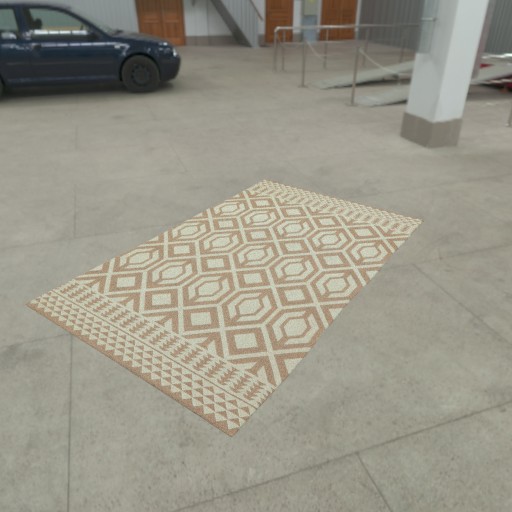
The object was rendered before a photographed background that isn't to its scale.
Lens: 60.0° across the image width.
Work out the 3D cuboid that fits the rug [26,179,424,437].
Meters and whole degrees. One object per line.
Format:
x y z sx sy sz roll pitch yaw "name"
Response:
0.000 0.000 3.019 1.526 0.011 2.435 20 36 30 "rug"
